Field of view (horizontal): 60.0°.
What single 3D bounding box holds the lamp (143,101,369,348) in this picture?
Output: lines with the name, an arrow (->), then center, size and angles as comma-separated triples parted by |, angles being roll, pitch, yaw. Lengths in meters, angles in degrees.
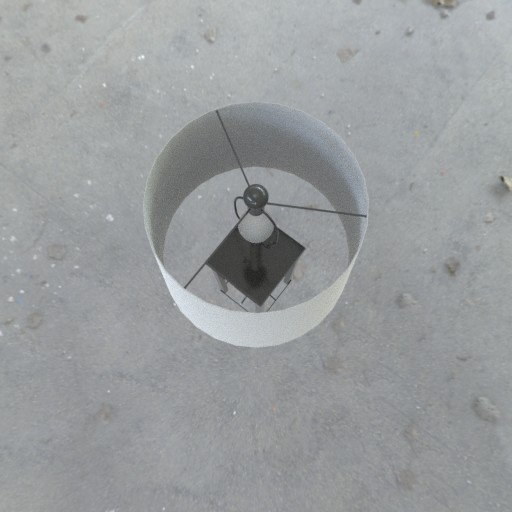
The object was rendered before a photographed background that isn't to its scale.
lamp -> 0.000, 0.000, 0.783 | 0.320, 0.591, 0.320 | 0, 76, 0
